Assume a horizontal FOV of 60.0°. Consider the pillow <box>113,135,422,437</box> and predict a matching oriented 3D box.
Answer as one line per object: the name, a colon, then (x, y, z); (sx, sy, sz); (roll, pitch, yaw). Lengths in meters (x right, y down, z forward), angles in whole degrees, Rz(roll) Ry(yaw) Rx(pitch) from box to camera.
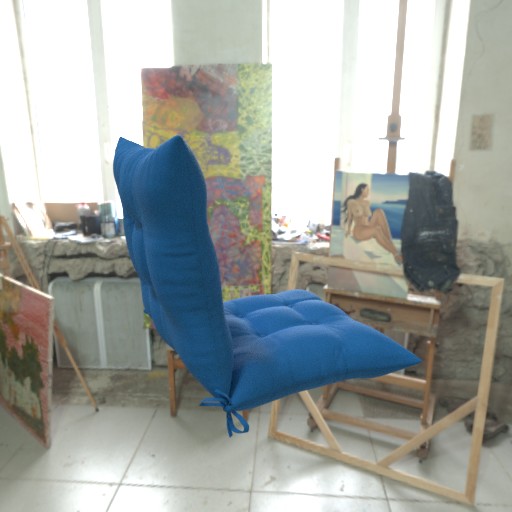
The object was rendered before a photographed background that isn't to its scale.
pillow: (0.000, 0.000, 1.024); (0.585, 0.536, 0.541); (-7, 16, -25)
